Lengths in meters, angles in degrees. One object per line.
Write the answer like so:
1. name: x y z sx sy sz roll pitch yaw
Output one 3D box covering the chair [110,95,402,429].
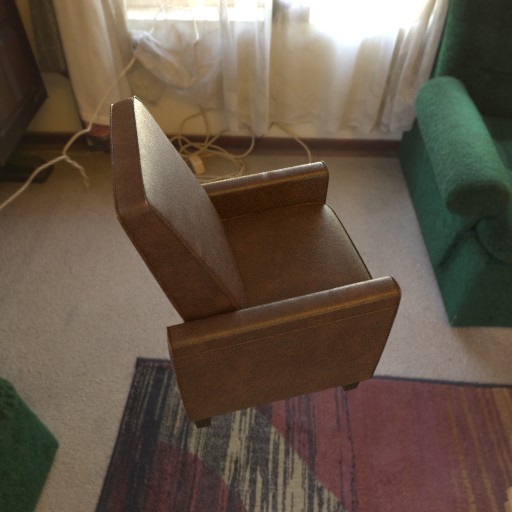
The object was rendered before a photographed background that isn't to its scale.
1. chair: 0.000 0.000 1.519 0.746 1.013 0.705 -10 47 -10
